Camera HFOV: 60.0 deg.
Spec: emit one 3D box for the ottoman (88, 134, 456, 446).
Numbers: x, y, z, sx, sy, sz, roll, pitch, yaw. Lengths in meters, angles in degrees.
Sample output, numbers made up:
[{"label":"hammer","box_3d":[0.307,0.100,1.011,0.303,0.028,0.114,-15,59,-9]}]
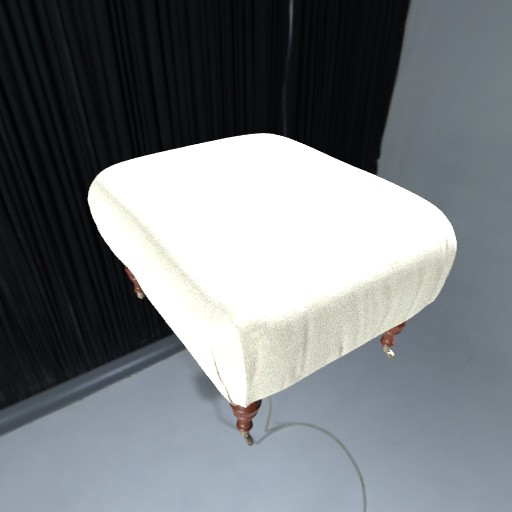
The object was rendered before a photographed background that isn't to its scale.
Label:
[{"label":"ottoman","box_3d":[0.000,0.000,1.129,0.622,0.450,0.747,-20,38,-28]}]
